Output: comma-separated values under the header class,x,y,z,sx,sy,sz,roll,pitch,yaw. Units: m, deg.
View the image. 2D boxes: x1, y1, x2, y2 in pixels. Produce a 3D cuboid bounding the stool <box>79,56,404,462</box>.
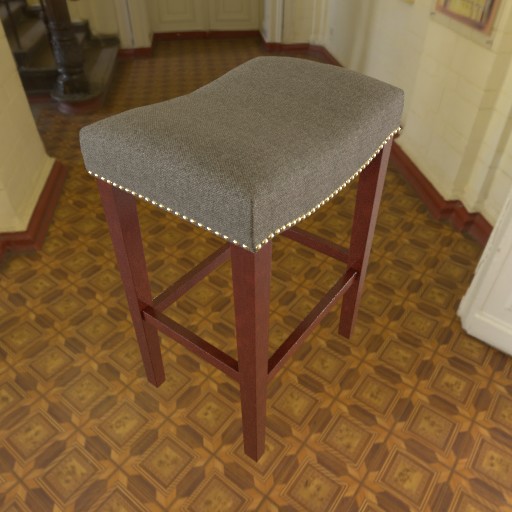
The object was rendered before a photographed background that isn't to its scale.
class,x,y,z,sx,sy,sz,roll,pitch,yaw
stool,0.000,0.000,1.009,0.372,0.742,0.504,26,47,27
